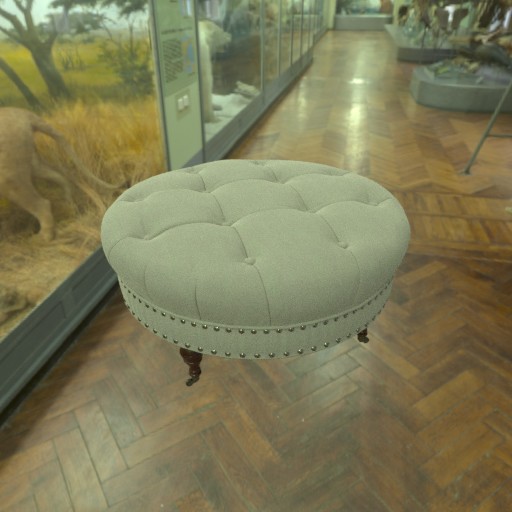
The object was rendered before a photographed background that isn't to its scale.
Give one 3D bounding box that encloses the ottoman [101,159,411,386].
[{"bbox_3d":[0.000,0.000,1.417,0.901,0.439,0.901,0,30,0],"label":"ottoman"}]
